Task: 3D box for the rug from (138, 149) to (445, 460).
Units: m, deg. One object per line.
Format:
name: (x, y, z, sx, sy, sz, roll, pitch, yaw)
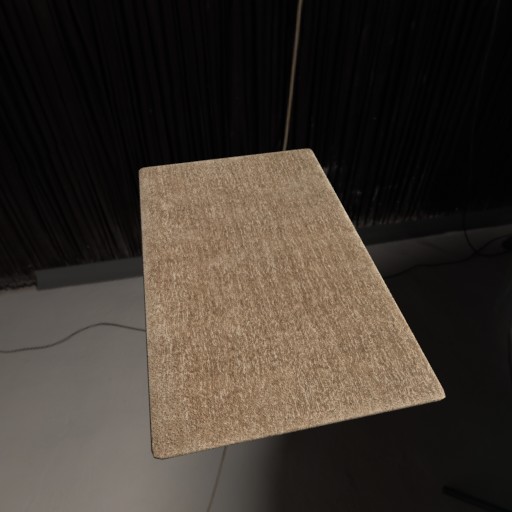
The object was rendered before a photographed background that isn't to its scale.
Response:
rug: (0.000, 0.000, 3.063, 1.539, 0.024, 2.469, -9, 46, -8)
